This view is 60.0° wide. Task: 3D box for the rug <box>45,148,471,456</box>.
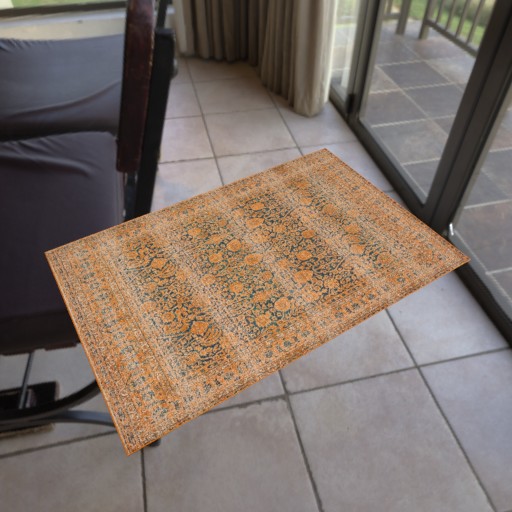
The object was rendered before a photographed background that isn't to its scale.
[{"bbox_3d":[0.000,0.000,2.901,2.336,0.007,1.525,-24,51,-21],"label":"rug"}]
